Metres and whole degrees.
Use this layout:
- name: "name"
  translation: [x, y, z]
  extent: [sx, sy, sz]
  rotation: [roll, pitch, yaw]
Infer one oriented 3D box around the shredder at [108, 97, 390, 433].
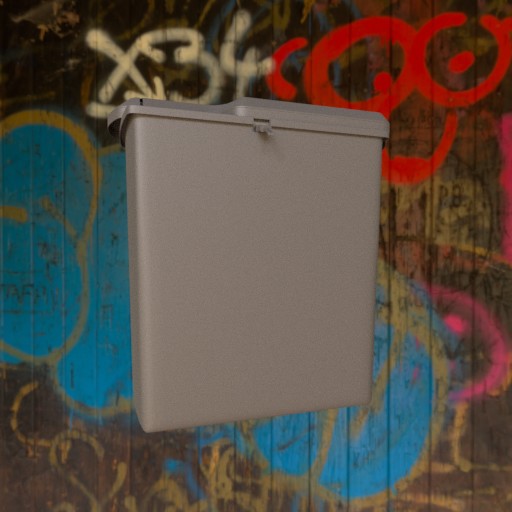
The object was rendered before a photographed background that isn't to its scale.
- name: "shredder"
  translation: [0.000, 0.000, 0.507]
  extent: [0.320, 0.335, 0.170]
  rotation: [0, 1, -19]
